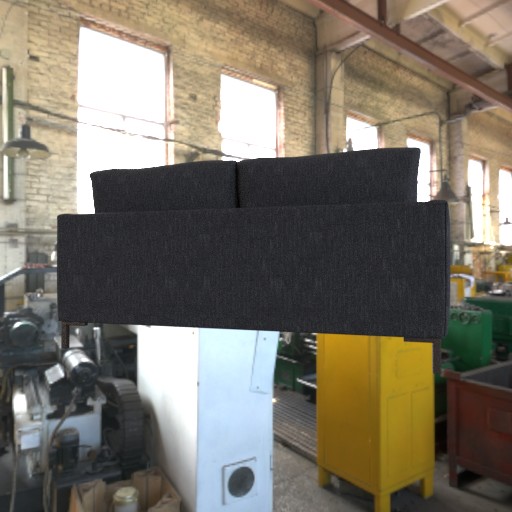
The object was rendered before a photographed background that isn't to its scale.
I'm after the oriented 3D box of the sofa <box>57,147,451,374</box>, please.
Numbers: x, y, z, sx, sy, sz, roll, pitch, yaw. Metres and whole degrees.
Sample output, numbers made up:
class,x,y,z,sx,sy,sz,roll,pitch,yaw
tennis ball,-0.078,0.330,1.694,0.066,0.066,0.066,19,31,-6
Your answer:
class,x,y,z,sx,sy,sz,roll,pitch,yaw
sofa,0.000,0.000,2.225,1.716,0.862,0.866,0,-1,17
